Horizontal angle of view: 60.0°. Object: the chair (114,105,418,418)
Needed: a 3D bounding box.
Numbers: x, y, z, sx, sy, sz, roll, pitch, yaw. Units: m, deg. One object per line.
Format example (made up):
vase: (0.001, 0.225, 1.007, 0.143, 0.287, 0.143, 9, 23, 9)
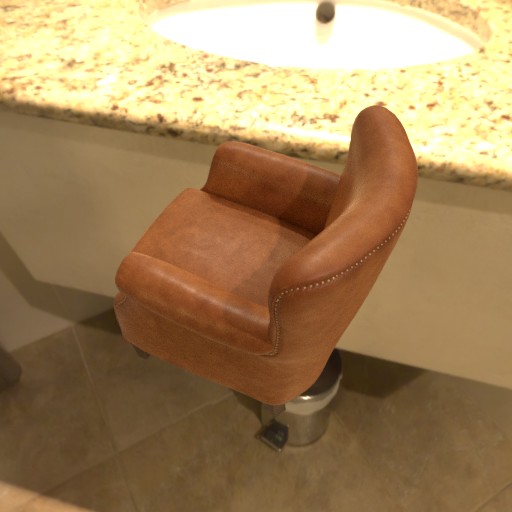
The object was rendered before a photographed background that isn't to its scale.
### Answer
chair: (0.000, 0.000, 1.622, 0.921, 0.936, 0.861, 18, 50, 15)
